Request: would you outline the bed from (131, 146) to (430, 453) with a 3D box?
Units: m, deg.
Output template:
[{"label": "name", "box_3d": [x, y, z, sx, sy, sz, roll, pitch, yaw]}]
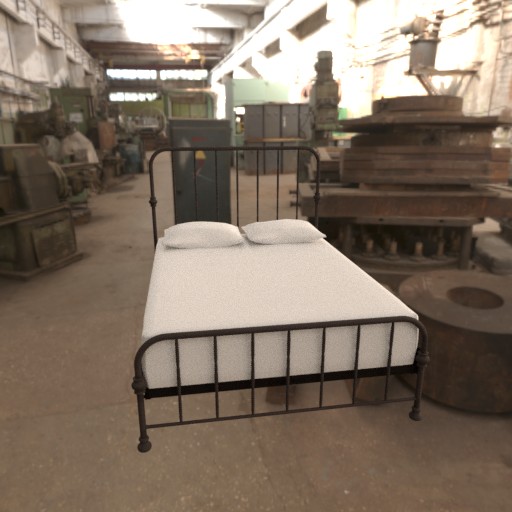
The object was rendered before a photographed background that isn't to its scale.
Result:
[{"label": "bed", "box_3d": [0.000, 0.000, 3.228, 1.616, 1.446, 2.134, -3, 17, -9]}]
